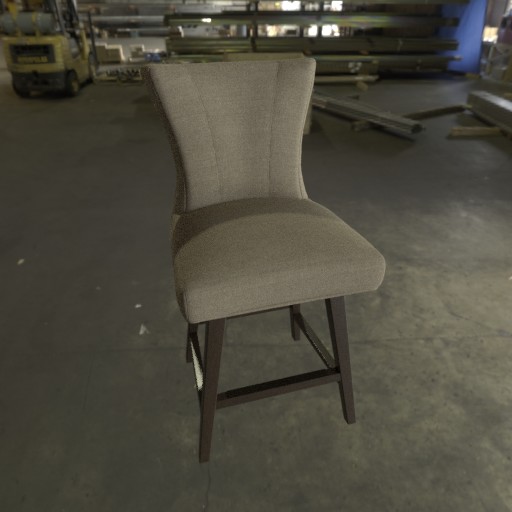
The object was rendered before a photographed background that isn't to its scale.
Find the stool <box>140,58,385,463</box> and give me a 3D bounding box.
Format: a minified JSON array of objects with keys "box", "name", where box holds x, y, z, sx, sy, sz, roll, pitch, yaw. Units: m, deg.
[{"box":[0.000,0.000,1.297,0.514,1.000,0.574,-9,32,-14],"name":"stool"}]
